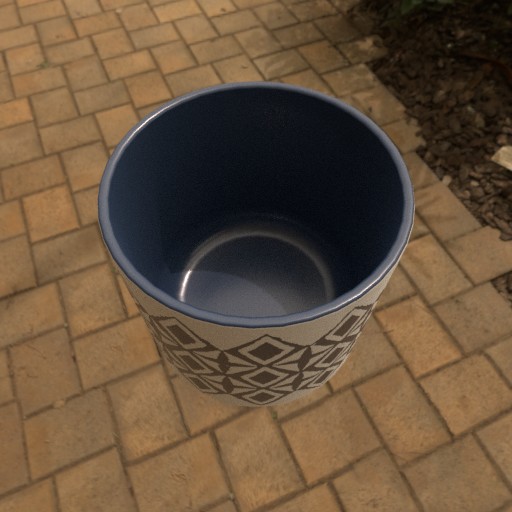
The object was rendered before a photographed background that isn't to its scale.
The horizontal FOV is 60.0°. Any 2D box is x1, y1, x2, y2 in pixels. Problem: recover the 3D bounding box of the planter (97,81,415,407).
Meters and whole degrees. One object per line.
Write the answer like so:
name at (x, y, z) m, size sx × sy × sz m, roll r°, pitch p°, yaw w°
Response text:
planter at (0.000, 0.000, 0.400) m, size 0.224 × 0.203 × 0.224 m, roll 0°, pitch 58°, yaw 0°
